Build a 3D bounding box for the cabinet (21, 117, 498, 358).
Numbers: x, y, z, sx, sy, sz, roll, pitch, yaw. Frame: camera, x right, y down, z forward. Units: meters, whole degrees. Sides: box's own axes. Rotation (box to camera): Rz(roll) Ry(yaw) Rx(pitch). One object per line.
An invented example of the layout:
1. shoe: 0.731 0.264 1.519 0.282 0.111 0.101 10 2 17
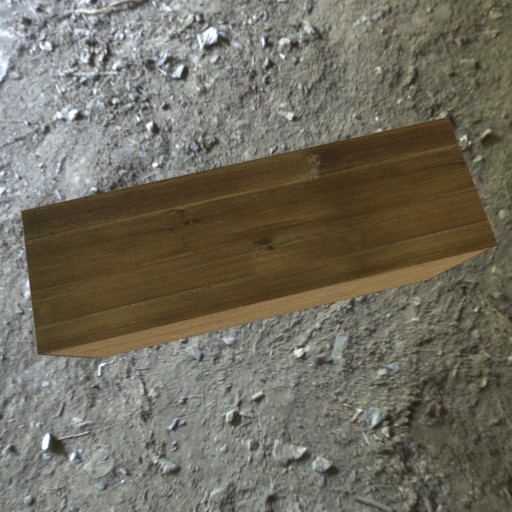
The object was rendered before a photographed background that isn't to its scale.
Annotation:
1. cabinet: 0.000 0.000 1.751 1.400 0.800 0.472 -13 76 -3
